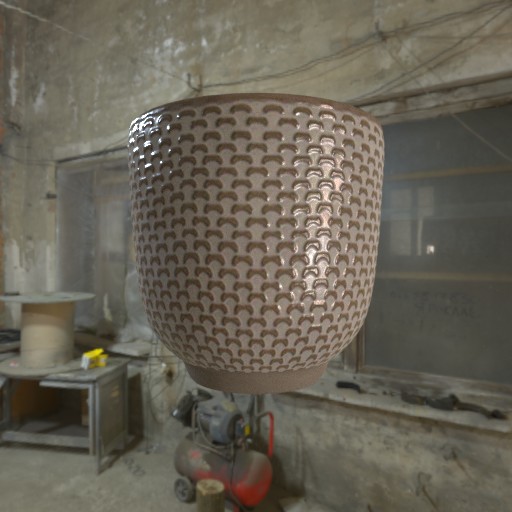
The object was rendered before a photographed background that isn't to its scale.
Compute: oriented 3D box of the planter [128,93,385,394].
[{"bbox_3d":[0.000,0.000,0.353,0.197,0.191,0.197,0,0,0],"label":"planter"}]
